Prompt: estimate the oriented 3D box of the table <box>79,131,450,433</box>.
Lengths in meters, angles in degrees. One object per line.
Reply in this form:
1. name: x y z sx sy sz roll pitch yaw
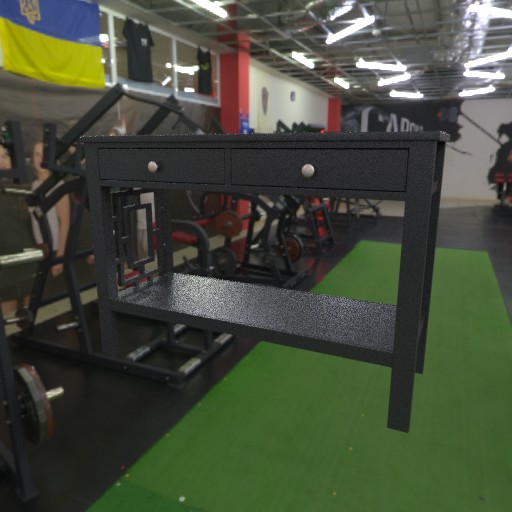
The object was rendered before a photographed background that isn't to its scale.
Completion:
1. table: 0.000 0.000 1.436 1.068 0.753 0.397 7 15 25
